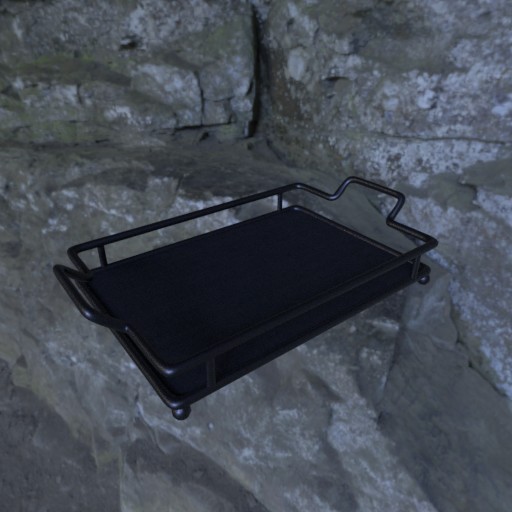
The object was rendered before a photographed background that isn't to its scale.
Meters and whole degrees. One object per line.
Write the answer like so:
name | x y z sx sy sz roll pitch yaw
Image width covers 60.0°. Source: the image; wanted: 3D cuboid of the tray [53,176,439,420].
tray | 0.000 0.000 0.610 0.495 0.101 0.297 -21 36 -32
